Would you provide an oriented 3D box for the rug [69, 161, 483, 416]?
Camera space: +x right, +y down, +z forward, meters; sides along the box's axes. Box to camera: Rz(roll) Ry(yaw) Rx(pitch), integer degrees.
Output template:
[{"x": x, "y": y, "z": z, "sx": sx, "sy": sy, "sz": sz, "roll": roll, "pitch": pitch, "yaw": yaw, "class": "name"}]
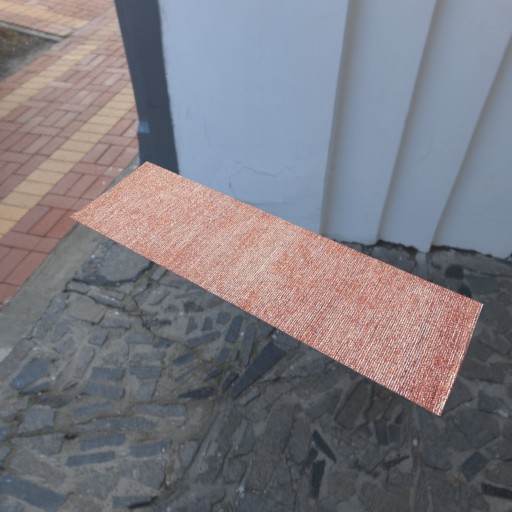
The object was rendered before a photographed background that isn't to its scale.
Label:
[{"x": 0.000, "y": 0.000, "z": 2.529, "sx": 2.353, "sy": 0.013, "sz": 0.718, "roll": 25, "pitch": 51, "yaw": 23, "class": "rug"}]
